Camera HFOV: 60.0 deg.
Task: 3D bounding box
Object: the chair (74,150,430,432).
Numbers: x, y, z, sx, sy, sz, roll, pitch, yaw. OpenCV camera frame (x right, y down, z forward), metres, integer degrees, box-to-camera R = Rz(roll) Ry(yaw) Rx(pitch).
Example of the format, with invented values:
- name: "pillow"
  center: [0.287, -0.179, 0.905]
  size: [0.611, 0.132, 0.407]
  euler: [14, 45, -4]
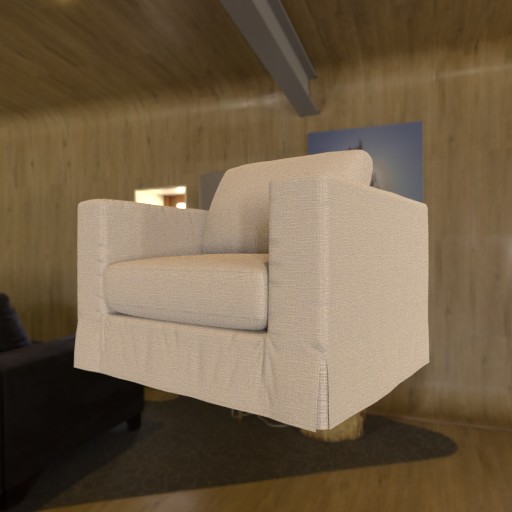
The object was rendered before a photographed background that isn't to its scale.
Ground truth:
- name: "chair"
  center: [0.000, 0.000, 1.810]
  size: [1.150, 0.878, 0.957]
  euler: [0, 0, 37]
